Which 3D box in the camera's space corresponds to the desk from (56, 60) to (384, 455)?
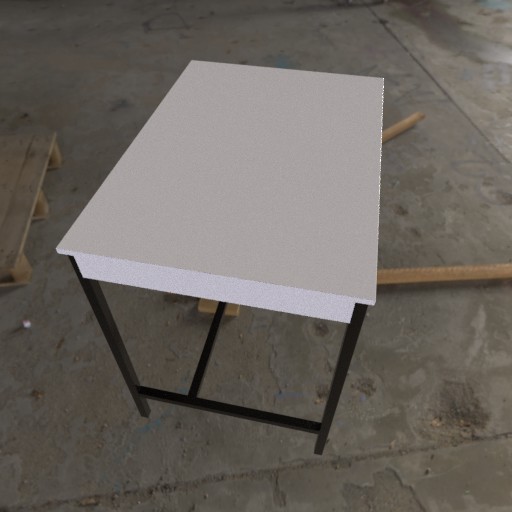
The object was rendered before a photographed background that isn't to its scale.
[{"bbox_3d":[0.000,0.000,1.316,0.573,0.766,0.811,9,48,8],"label":"desk"}]
